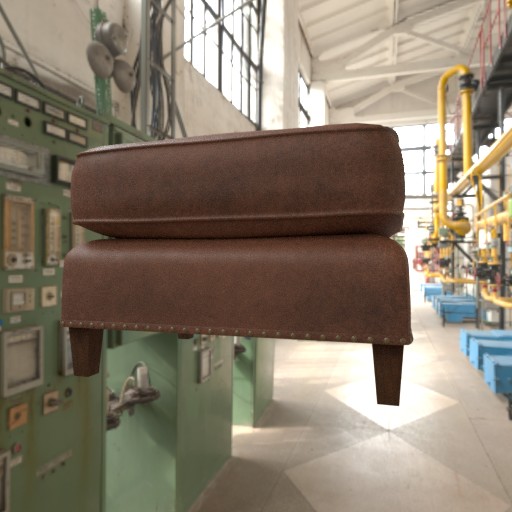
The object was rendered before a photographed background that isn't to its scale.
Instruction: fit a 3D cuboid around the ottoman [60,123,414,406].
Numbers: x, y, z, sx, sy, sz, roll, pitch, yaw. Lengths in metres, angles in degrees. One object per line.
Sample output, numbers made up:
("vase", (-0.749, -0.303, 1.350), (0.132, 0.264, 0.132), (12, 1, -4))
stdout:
("ottoman", (0.000, 0.000, 1.128), (0.738, 0.537, 0.589), (0, -1, 18))
